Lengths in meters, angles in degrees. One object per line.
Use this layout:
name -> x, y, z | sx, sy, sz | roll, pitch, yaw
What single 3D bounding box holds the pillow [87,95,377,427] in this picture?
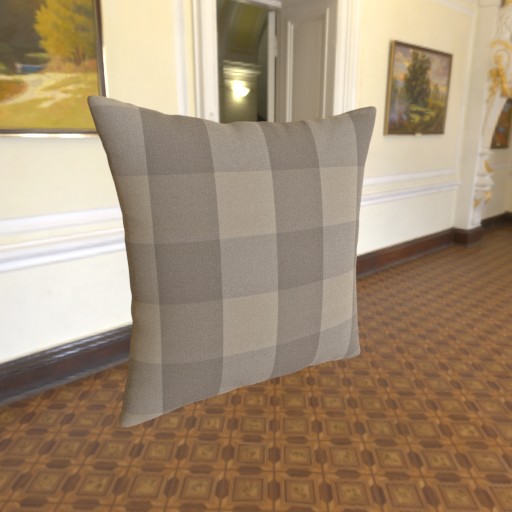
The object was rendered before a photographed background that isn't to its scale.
pillow -> 0.000, 0.000, 0.771 | 0.511, 0.509, 0.161 | -8, 18, -28
